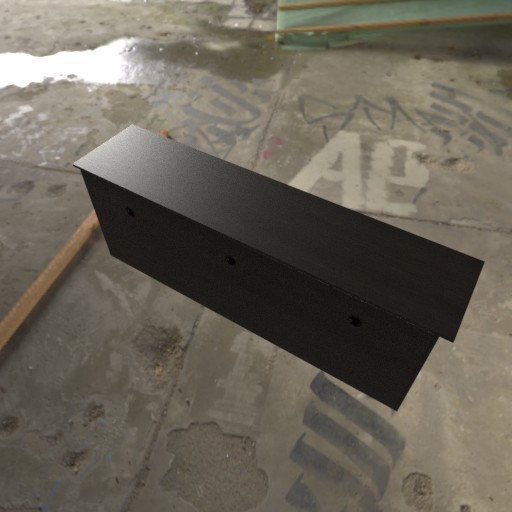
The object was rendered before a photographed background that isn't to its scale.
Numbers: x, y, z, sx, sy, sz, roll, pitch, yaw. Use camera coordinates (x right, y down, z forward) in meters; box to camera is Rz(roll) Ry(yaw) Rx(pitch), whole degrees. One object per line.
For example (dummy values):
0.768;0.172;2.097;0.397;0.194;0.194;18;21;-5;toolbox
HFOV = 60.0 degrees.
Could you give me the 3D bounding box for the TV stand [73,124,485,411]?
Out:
0.000;0.000;2.094;1.778;0.610;0.406;25;52;21;TV stand
